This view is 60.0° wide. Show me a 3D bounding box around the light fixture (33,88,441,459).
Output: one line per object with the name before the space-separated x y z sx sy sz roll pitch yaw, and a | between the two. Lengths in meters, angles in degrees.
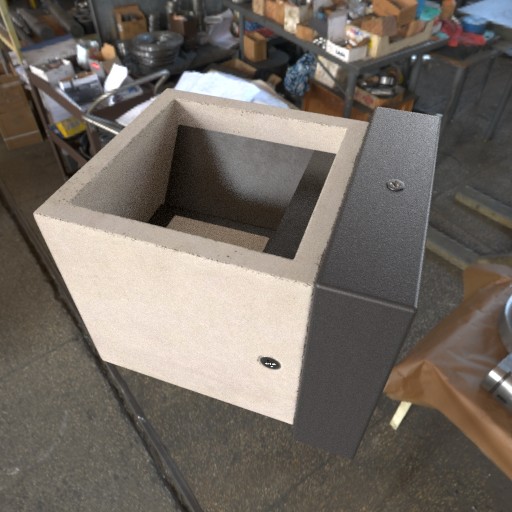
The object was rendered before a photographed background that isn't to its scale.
light fixture | 0.000 0.000 0.228 0.143 0.121 0.121 14 48 13
